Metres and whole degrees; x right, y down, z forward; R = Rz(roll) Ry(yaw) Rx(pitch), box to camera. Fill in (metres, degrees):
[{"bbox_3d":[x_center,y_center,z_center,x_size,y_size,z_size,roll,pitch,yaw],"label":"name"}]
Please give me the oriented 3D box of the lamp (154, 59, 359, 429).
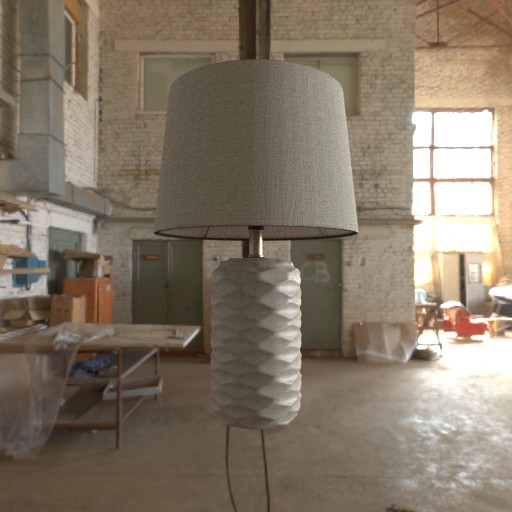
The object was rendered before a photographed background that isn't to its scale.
[{"bbox_3d":[0.000,0.000,0.832,0.376,0.594,0.376,0,-2,0],"label":"lamp"}]
